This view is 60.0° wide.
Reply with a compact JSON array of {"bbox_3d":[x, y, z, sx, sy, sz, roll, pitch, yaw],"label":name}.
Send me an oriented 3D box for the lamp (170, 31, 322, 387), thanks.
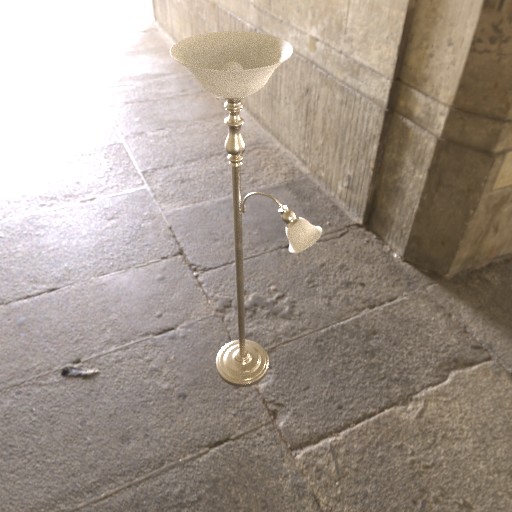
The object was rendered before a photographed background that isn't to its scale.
[{"bbox_3d":[0.000,0.000,2.038,0.575,1.785,0.405,13,43,14],"label":"lamp"}]
